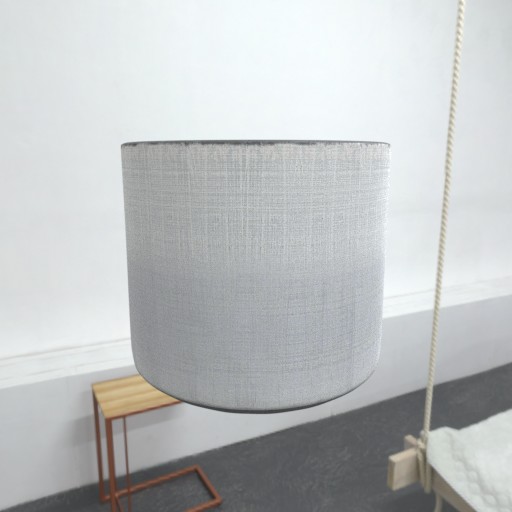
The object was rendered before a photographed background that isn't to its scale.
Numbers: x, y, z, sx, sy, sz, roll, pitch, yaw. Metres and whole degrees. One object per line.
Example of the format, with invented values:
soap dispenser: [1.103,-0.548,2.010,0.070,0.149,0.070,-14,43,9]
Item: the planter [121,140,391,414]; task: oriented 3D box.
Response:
planter: [0.000,0.000,0.449,0.254,0.221,0.254,0,13,0]
